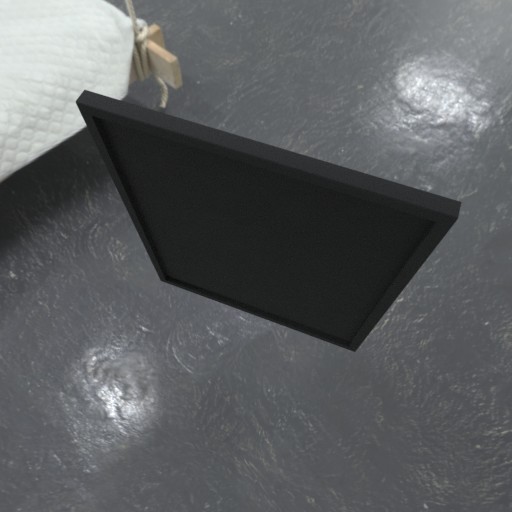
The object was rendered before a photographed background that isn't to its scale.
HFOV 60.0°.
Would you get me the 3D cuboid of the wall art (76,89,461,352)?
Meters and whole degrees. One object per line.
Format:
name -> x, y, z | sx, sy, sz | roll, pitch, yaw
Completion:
wall art -> 0.000, 0.000, 0.699 | 0.432, 0.508, 0.021 | 19, 65, 9
